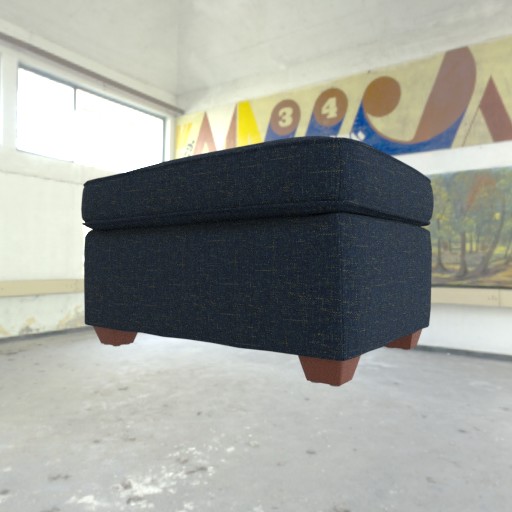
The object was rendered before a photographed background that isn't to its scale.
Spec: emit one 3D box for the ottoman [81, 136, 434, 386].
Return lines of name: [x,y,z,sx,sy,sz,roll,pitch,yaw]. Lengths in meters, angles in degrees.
ottoman: [0.000,0.000,1.111,0.749,0.450,0.549,-1,-1,36]
